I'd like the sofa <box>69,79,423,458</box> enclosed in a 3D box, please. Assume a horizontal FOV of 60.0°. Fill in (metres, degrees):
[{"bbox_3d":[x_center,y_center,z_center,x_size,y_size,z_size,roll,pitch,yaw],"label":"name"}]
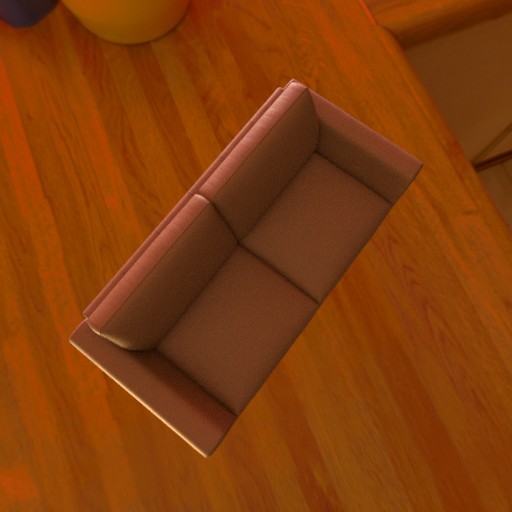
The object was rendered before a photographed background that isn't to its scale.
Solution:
[{"bbox_3d":[0.000,0.000,2.598,0.953,0.875,2.017,37,78,9],"label":"sofa"}]
